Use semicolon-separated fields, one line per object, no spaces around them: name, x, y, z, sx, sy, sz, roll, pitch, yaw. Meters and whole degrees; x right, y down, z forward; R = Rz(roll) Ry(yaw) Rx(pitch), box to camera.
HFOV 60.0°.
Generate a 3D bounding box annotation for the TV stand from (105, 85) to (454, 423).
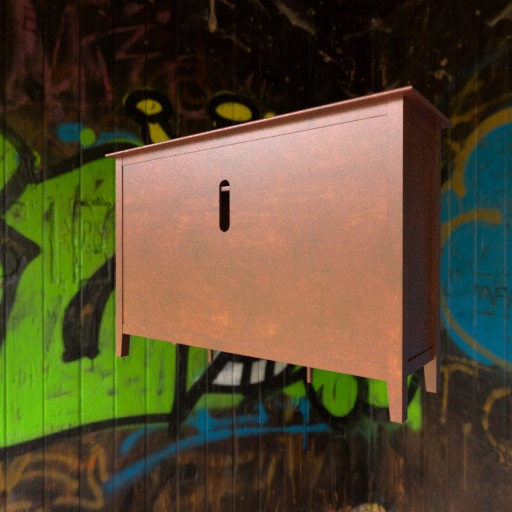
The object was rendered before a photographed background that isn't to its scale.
TV stand;0.000;0.000;1.761;1.372;0.915;0.445;0;1;37
